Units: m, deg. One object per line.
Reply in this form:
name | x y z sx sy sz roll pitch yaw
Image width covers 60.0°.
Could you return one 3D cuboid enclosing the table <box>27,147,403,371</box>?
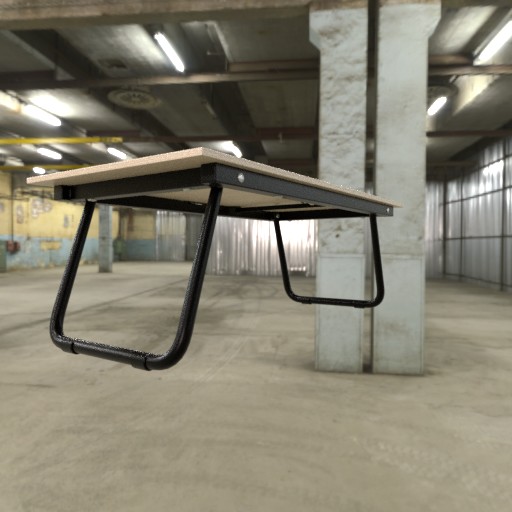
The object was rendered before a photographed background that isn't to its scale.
table | 0.000 0.000 0.781 0.322 0.242 0.644 1 1 35
